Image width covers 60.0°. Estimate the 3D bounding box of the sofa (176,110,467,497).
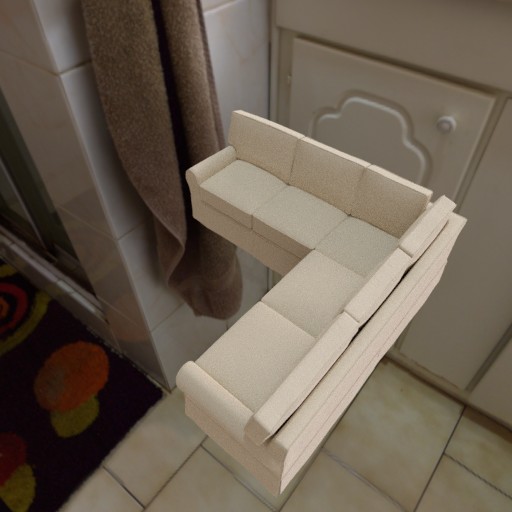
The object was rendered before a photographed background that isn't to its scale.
[{"bbox_3d":[0.000,0.000,3.914,2.591,1.070,2.597,32,55,26],"label":"sofa"}]
